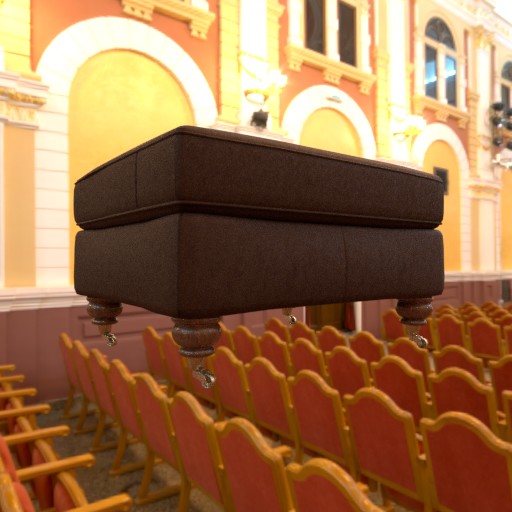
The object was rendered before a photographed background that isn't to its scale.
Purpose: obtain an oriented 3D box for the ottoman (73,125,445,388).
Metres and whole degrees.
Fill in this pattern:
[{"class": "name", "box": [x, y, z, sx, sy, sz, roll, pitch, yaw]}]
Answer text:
[{"class": "ottoman", "box": [0.000, 0.000, 1.793, 1.187, 0.730, 0.967, 0, 0, -37]}]
